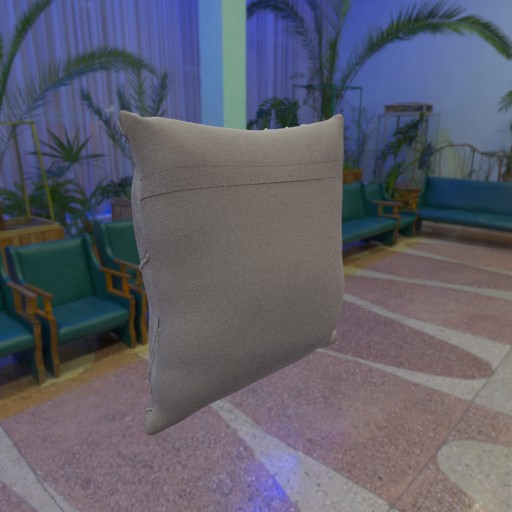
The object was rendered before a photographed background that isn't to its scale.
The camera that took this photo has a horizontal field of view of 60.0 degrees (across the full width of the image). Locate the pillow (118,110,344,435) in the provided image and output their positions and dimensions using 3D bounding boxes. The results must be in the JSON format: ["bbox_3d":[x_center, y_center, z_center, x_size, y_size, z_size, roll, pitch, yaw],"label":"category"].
[{"bbox_3d":[0.000,0.000,0.704,0.439,0.440,0.185,-15,21,-42],"label":"pillow"}]
